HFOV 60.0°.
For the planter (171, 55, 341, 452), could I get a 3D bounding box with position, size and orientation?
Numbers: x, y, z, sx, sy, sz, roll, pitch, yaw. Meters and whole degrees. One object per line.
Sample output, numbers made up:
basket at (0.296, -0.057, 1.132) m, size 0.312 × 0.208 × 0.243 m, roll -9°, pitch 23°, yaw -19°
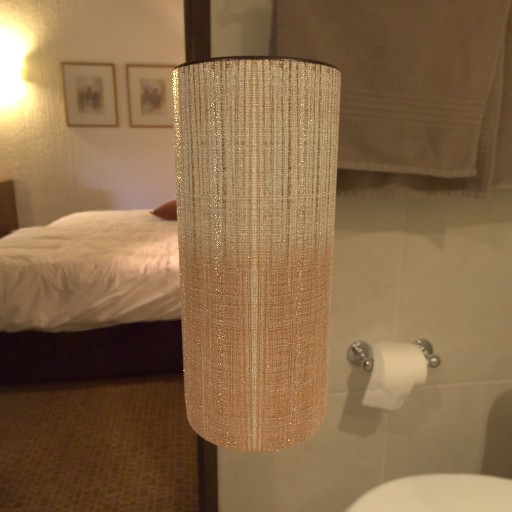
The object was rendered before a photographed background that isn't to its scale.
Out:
planter at (0.000, 0.000, 0.292) m, size 0.100 × 0.227 × 0.100 m, roll 13°, pitch 19°, yaw 43°
